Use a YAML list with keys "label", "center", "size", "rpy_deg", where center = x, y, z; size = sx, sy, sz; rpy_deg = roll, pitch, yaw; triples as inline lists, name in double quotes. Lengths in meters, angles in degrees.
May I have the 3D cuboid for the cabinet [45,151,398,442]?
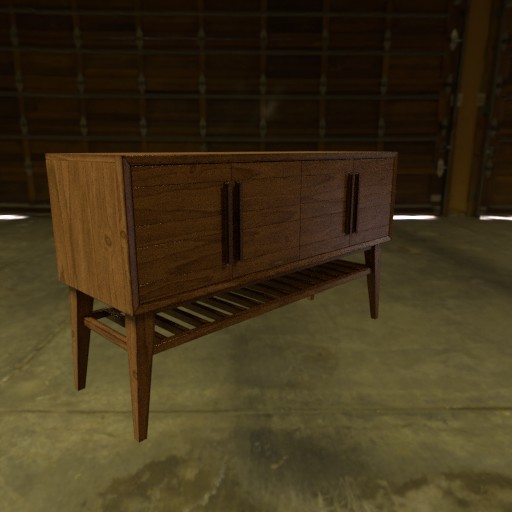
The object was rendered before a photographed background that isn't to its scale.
- label: "cabinet"
  center: [0.000, 0.000, 1.766]
  size: [0.477, 0.802, 1.363]
  rpy_deg: [13, 19, 43]
